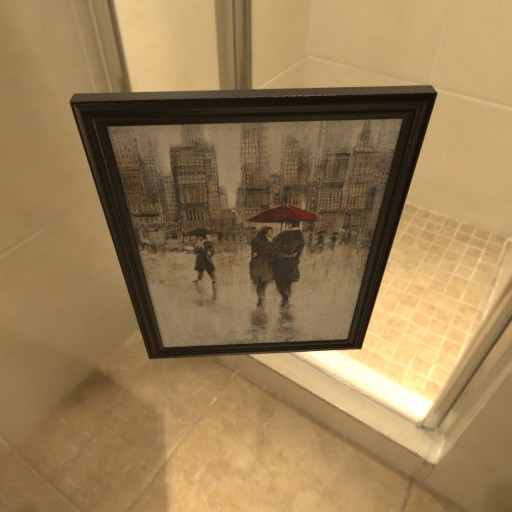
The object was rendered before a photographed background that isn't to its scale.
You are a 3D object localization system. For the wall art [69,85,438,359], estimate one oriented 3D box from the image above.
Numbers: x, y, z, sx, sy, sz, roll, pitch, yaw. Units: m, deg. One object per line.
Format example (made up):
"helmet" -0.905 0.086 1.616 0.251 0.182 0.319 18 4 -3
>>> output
"wall art" 0.000 0.000 1.575 0.950 1.194 0.053 -2 45 -2
